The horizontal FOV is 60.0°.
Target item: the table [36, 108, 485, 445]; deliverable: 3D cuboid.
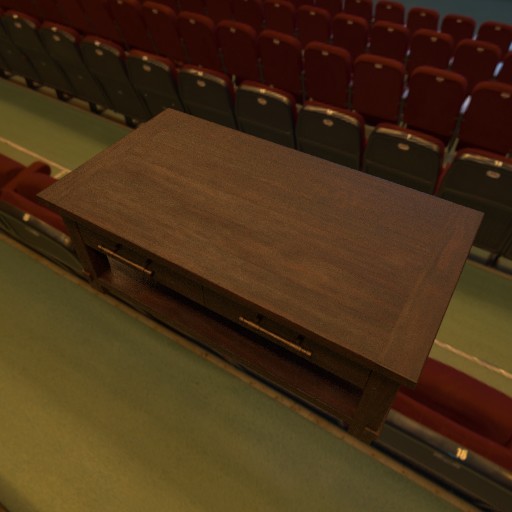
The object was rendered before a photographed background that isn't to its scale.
[{"bbox_3d":[0.000,0.000,1.595,1.270,0.494,0.700,24,51,21],"label":"table"}]
